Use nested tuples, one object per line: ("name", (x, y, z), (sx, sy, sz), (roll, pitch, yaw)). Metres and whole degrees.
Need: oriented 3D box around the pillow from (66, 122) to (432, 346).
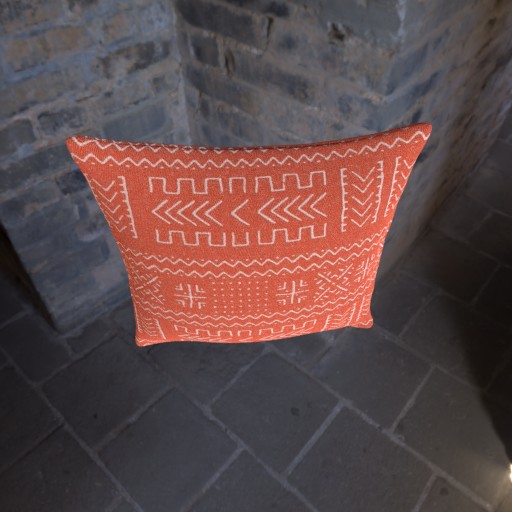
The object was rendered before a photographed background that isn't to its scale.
("pillow", (0.000, 0.000, 0.669), (0.438, 0.429, 0.164), (-4, 46, -4))
